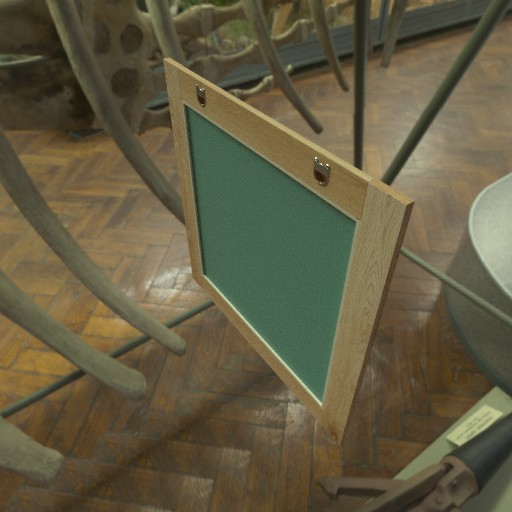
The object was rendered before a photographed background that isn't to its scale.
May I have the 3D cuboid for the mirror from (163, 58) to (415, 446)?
[{"bbox_3d":[0.000,0.000,1.180,0.020,0.800,0.800,-26,48,-26],"label":"mirror"}]
